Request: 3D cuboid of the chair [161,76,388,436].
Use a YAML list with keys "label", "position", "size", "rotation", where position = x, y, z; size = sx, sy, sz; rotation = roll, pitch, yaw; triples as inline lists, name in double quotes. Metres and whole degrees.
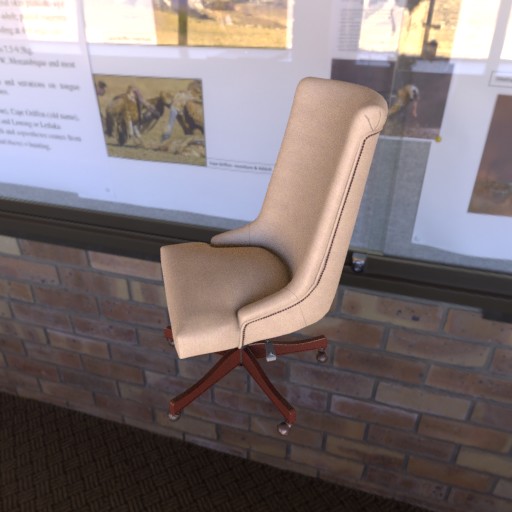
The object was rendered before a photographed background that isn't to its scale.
- label: "chair"
  position: [0.000, 0.000, 1.434]
  size: [0.696, 1.010, 0.645]
  rotation: [-8, 32, -13]
